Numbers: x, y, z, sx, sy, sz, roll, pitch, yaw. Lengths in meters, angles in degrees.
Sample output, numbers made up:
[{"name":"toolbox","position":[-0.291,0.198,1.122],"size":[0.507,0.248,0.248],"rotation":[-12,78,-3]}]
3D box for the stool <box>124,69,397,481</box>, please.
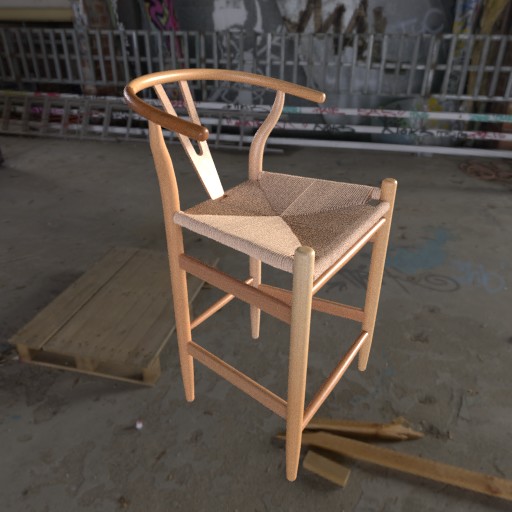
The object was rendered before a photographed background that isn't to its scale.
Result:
[{"name":"stool","position":[0.000,0.000,1.230],"size":[0.575,0.923,0.536],"rotation":[18,33,29]}]
